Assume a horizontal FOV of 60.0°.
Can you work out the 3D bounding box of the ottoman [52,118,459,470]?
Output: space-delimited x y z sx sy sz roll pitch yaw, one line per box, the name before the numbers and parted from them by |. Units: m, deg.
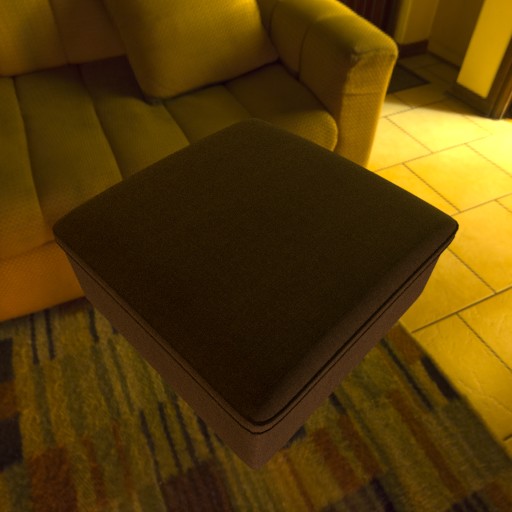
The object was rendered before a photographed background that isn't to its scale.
ottoman | 0.000 0.000 1.698 1.067 0.559 1.067 36 56 28
